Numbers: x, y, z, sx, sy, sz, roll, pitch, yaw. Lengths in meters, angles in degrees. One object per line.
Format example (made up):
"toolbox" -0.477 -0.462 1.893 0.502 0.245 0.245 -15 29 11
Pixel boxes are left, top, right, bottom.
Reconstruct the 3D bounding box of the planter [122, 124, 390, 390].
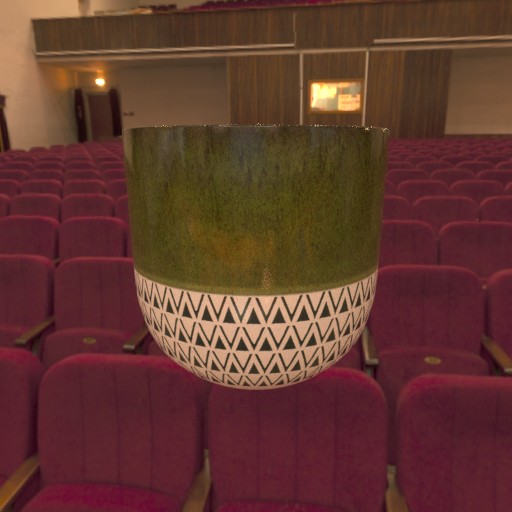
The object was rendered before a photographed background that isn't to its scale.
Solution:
"planter" 0.000 0.000 0.491 0.266 0.270 0.266 0 14 0
